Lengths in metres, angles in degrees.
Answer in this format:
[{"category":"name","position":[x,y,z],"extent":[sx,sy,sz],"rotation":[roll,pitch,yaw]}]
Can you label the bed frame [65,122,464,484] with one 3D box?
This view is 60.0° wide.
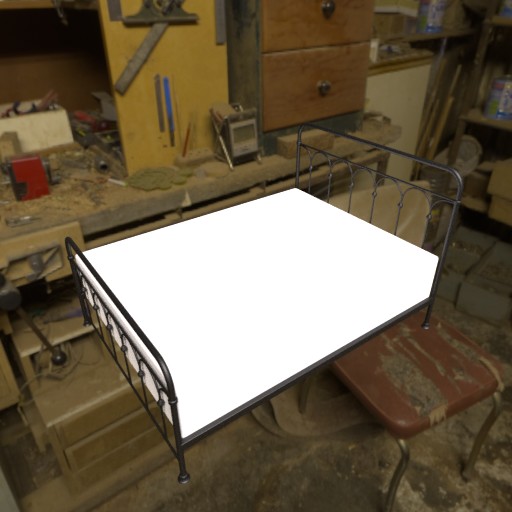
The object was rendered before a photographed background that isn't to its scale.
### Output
[{"category":"bed frame","position":[0.000,0.000,3.165],"extent":[2.203,1.276,1.664],"rotation":[-21,37,-30]}]
